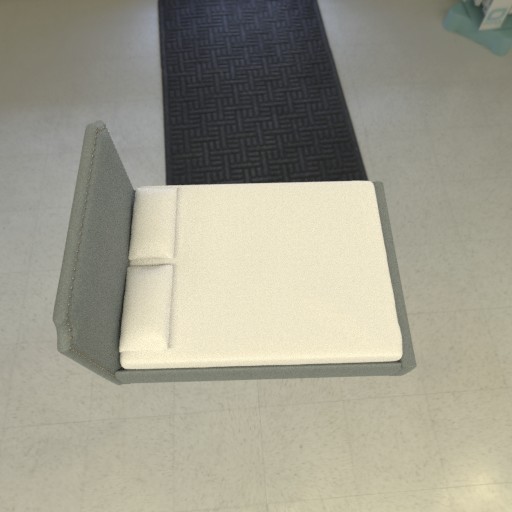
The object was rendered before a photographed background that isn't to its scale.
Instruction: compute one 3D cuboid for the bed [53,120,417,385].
[{"bbox_3d":[0.000,0.000,3.425,2.372,1.443,1.712,-2,65,-1],"label":"bed"}]
